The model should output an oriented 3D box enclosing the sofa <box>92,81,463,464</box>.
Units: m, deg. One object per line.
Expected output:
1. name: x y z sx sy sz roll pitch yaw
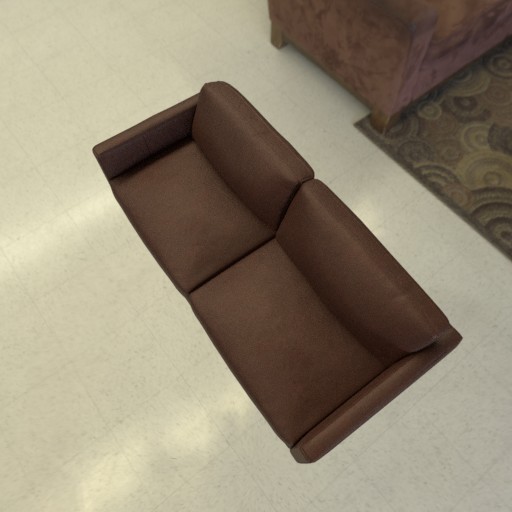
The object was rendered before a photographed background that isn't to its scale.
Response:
1. sofa: 0.000 0.000 2.429 0.923 0.863 1.971 -33 69 -15
